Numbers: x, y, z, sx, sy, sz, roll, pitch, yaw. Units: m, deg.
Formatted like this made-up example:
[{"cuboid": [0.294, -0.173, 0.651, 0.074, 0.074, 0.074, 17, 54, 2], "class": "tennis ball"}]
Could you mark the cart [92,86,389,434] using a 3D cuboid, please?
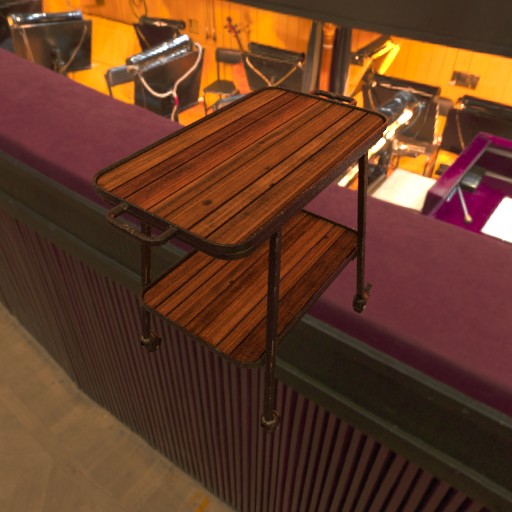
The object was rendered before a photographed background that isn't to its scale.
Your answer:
[{"cuboid": [0.000, 0.000, 1.278, 0.515, 0.700, 0.806, 26, 47, 26], "class": "cart"}]
